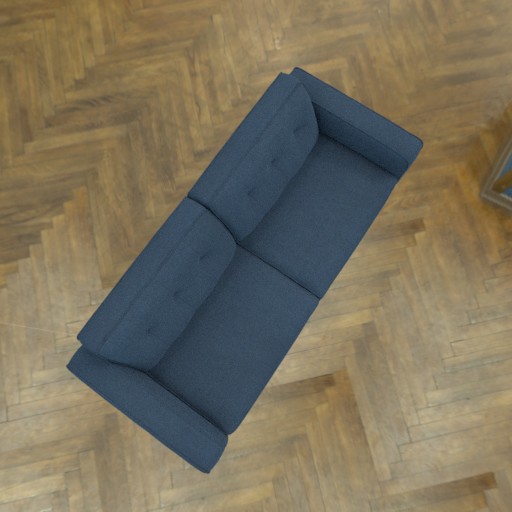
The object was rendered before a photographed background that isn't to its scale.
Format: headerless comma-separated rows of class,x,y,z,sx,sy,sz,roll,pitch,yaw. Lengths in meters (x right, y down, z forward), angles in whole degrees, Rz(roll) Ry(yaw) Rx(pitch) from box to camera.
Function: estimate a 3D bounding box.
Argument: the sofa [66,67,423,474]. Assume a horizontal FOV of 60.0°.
sofa,0.000,0.000,2.678,0.953,0.782,2.270,34,78,8
